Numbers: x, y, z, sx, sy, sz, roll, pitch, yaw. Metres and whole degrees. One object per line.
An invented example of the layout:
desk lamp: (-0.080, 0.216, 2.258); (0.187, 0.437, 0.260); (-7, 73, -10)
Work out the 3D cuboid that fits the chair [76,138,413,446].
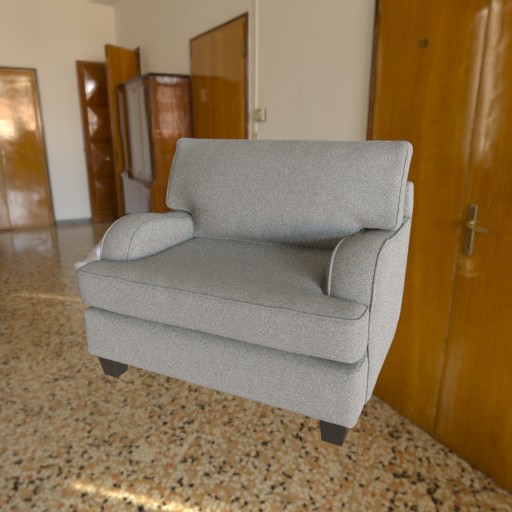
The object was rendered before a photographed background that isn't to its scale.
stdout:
chair: (0.000, 0.000, 2.006); (1.220, 1.016, 1.040); (8, 18, 25)
